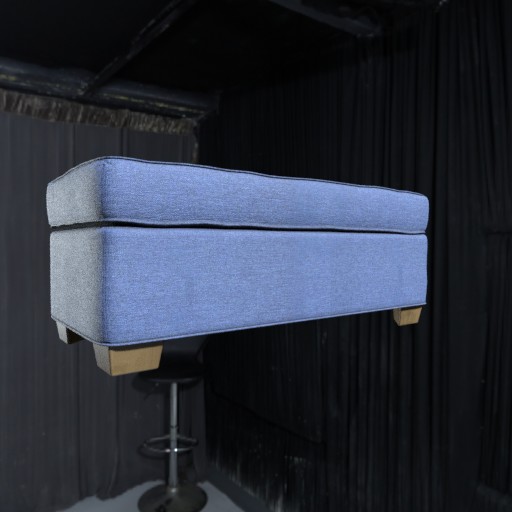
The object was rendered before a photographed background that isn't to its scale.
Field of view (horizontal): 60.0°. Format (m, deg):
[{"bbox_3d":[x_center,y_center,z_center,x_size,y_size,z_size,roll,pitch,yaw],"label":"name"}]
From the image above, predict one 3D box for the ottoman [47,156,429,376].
[{"bbox_3d":[0.000,0.000,1.367,1.110,0.460,0.515,-1,2,-36],"label":"ottoman"}]
